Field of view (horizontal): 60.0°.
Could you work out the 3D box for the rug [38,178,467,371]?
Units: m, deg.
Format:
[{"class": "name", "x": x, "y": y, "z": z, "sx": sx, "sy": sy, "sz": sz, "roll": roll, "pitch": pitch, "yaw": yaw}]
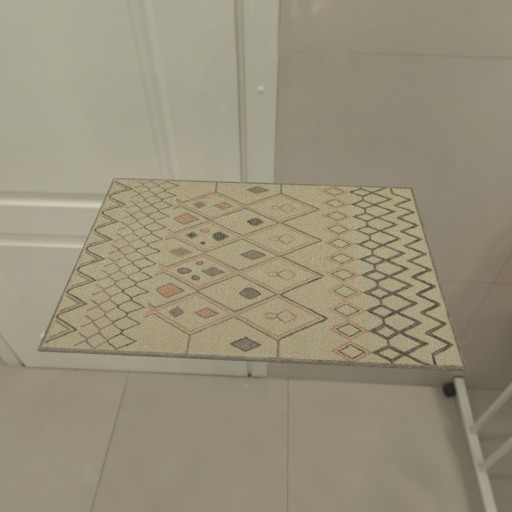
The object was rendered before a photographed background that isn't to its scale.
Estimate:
[{"class": "rug", "x": 0.000, "y": 0.000, "z": 2.296, "sx": 1.829, "sy": 0.016, "sz": 1.219, "roll": 2, "pitch": 47, "yaw": 2}]
